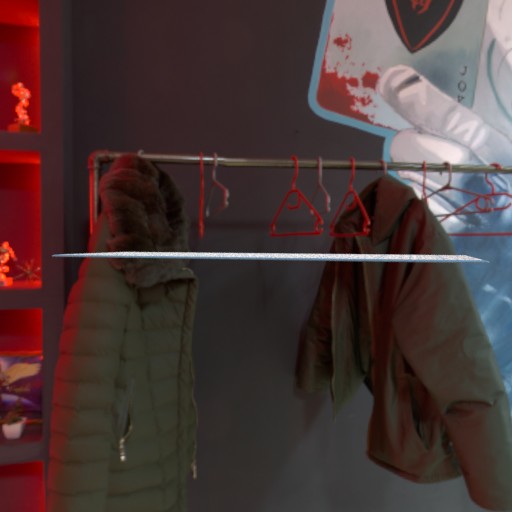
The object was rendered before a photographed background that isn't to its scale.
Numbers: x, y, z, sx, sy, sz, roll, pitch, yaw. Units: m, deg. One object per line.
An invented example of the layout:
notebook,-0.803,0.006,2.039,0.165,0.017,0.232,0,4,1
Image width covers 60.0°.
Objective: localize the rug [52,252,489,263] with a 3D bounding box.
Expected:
rug,0.000,0.000,2.432,2.196,0.011,0.662,1,2,19
